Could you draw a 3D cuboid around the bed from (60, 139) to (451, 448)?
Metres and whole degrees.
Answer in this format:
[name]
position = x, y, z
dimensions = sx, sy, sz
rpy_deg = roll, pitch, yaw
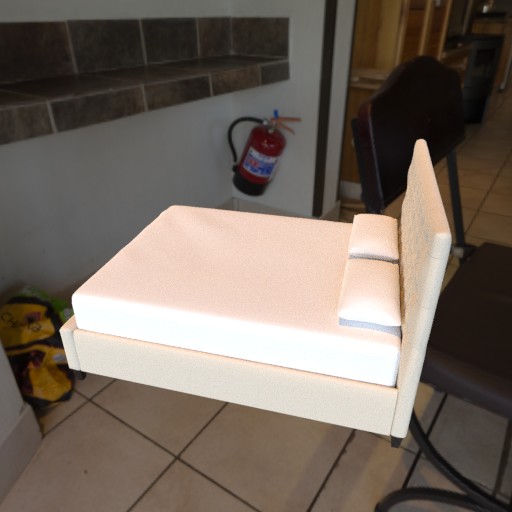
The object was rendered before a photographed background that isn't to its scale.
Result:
[bed]
position = 0.000, 0.000, 3.213
dimensions = 2.233, 1.426, 1.696
rpy_deg = 7, 30, 13
